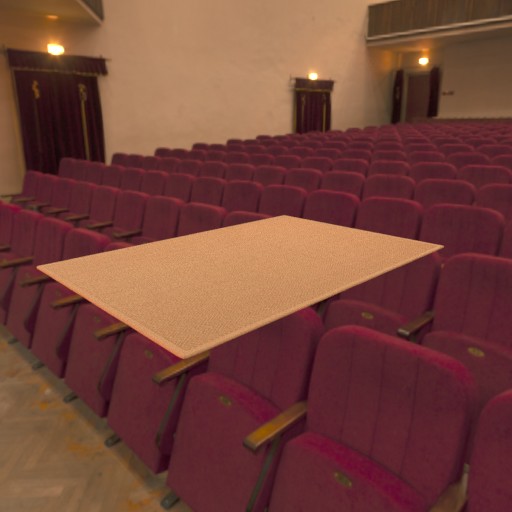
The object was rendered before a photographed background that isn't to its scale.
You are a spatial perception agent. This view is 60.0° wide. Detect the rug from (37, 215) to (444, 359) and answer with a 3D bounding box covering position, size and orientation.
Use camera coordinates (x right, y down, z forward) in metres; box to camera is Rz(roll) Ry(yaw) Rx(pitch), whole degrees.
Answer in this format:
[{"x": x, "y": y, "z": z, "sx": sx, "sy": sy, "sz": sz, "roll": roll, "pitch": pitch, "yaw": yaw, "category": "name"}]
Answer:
[{"x": 0.000, "y": 0.000, "z": 2.915, "sx": 2.244, "sy": 0.017, "sz": 1.532, "roll": -16, "pitch": 23, "yaw": -42, "category": "rug"}]
